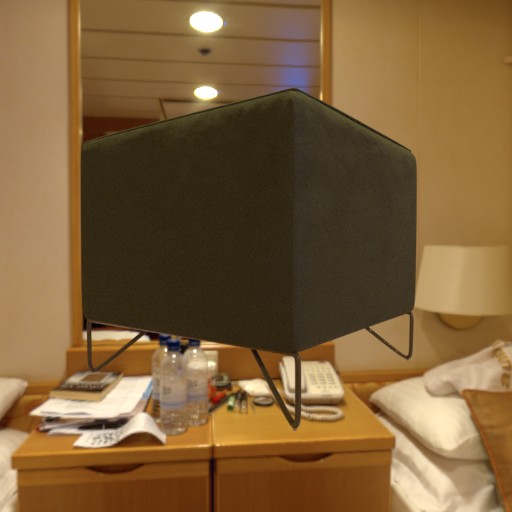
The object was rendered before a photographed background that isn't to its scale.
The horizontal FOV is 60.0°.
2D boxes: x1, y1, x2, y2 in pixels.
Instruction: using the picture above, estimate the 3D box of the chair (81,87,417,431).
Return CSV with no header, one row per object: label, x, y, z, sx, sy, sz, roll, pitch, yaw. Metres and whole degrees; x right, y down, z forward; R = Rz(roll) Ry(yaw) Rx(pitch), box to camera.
chair,0.000,0.000,1.593,0.894,0.790,0.880,1,1,37
